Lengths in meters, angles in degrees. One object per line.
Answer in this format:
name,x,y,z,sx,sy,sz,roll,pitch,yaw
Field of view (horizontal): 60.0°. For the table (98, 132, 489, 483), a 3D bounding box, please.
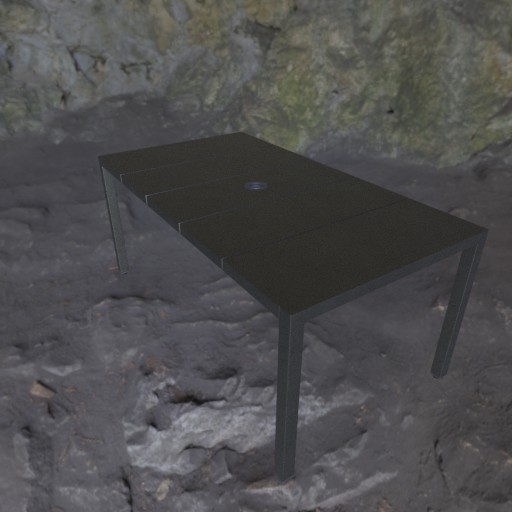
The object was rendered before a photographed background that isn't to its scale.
table,0.000,0.000,2.174,0.914,0.735,1.680,-19,35,-29
